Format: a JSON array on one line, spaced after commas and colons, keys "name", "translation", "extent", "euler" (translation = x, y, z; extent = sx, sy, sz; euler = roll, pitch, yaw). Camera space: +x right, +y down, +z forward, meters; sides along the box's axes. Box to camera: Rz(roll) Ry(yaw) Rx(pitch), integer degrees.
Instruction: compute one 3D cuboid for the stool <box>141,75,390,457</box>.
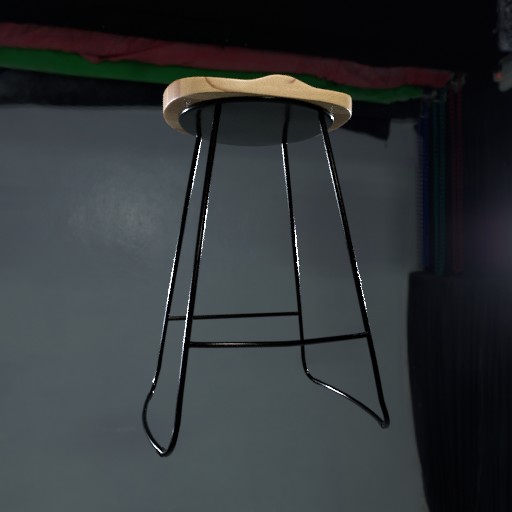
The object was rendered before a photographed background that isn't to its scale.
[{"name": "stool", "translation": [0.000, 0.000, 0.962], "extent": [0.480, 0.679, 0.401], "euler": [0, 0, -17]}]
